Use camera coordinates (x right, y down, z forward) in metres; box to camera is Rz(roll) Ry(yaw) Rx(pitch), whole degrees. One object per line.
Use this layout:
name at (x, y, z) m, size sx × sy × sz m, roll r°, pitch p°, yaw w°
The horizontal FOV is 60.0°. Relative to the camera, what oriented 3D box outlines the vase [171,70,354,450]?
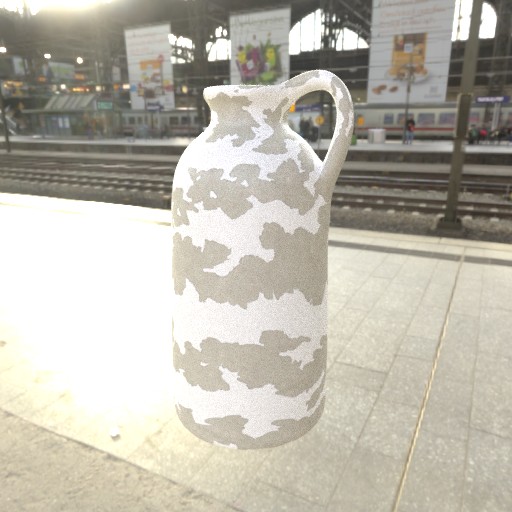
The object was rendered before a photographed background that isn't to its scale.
vase at (0.000, 0.000, 0.498) m, size 0.203 × 0.382 × 0.186 m, roll 8°, pitch 18°, yaw 24°
